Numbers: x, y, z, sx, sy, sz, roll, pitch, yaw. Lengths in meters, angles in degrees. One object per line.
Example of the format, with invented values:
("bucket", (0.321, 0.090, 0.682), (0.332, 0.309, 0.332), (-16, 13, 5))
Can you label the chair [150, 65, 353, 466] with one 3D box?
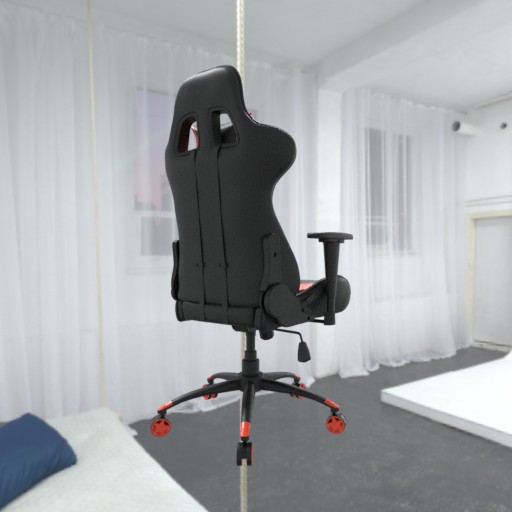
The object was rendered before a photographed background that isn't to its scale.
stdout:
("chair", (0.000, 0.000, 1.737), (0.695, 1.282, 0.730), (0, 1, 36))
